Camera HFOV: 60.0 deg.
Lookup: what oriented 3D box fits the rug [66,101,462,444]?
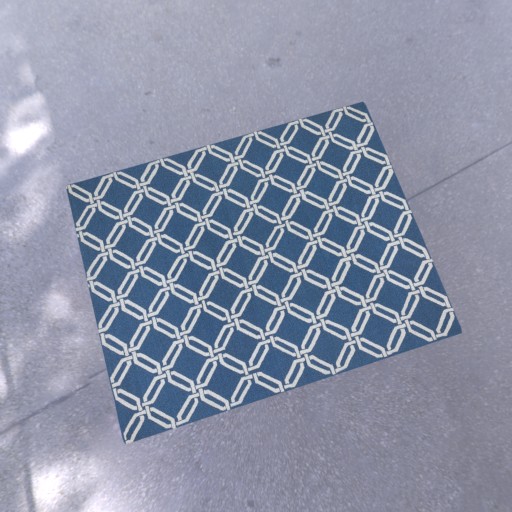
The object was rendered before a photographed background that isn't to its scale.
[{"bbox_3d":[0.000,0.000,3.812,2.867,0.020,2.277,-17,76,-4],"label":"rug"}]
